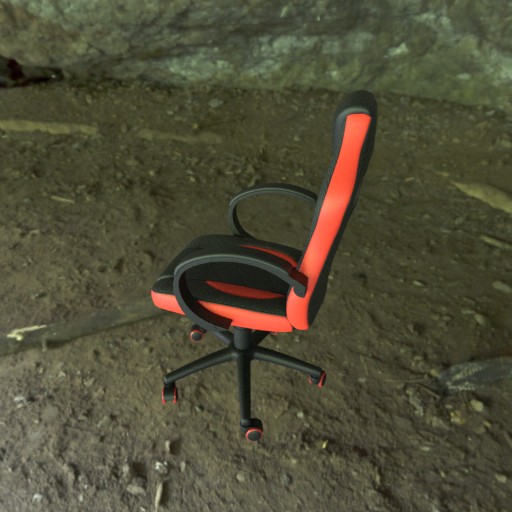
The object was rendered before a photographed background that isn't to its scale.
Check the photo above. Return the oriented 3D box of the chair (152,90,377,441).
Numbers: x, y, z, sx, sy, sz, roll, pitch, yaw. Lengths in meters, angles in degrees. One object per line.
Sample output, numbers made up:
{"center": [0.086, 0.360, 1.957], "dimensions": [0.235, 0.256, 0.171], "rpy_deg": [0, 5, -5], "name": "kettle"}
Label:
{"center": [0.000, 0.000, 1.419], "dimensions": [0.642, 1.016, 0.600], "rpy_deg": [7, 30, 13], "name": "chair"}
